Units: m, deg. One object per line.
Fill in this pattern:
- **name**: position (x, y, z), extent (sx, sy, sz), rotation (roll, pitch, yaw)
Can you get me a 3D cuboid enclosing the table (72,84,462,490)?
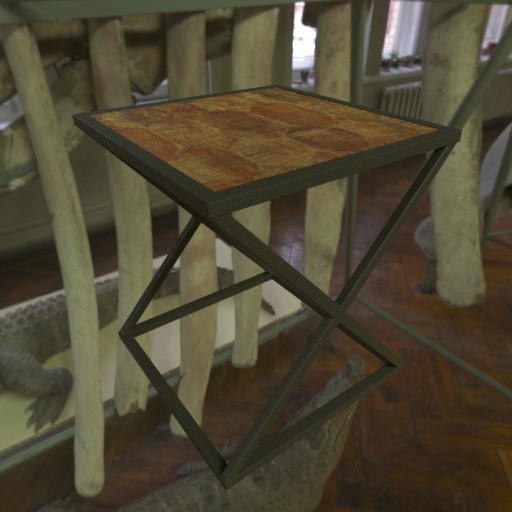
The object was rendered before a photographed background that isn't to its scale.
- **table**: position (0.000, 0.000, 0.941), extent (0.500, 0.565, 0.500), rotation (-21, 37, -30)
